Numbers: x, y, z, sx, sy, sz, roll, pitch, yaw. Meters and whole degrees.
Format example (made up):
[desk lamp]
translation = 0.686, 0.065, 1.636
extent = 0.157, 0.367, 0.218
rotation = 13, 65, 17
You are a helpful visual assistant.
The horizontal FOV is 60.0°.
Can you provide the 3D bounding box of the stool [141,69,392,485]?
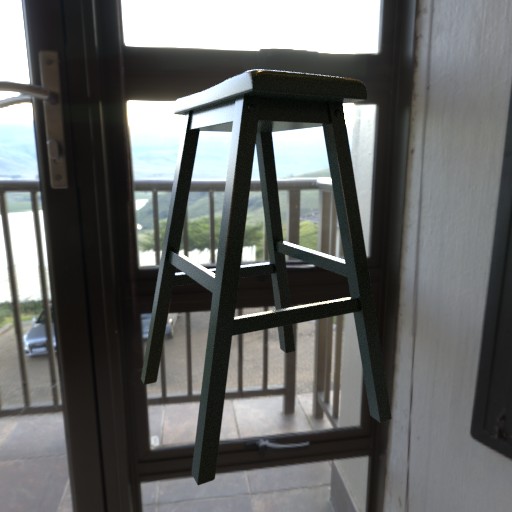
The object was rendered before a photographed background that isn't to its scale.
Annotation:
[stool]
translation = 0.000, 0.000, 1.047
extent = 0.476, 0.737, 0.457
rotation = -6, 14, -26
